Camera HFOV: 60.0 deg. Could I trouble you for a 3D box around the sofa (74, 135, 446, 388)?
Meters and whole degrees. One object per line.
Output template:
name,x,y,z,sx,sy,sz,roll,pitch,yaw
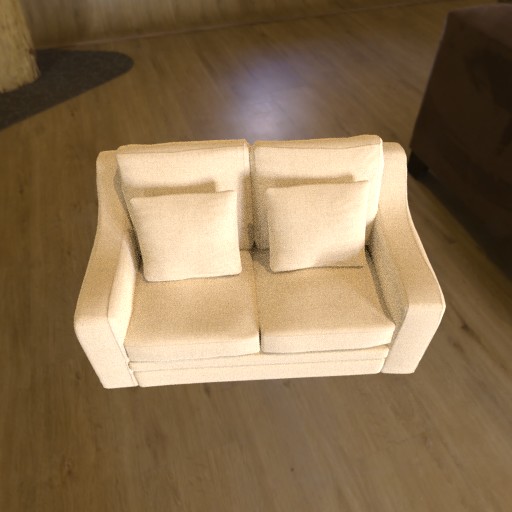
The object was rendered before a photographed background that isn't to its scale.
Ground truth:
sofa,0.000,0.000,2.387,1.744,1.047,1.040,-2,46,-2
